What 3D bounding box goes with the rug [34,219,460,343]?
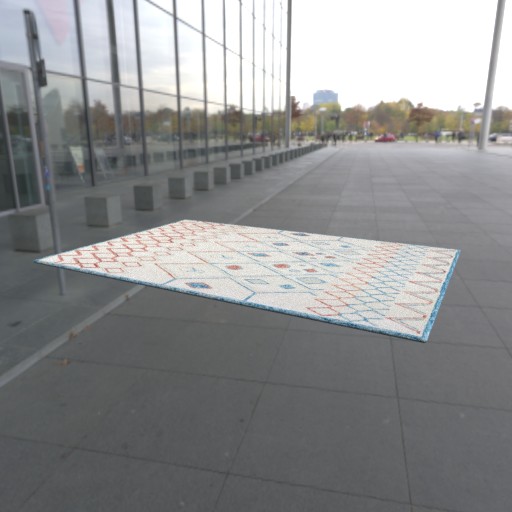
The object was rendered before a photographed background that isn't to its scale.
[{"bbox_3d":[0.000,0.000,2.274,1.829,0.016,1.219,8,17,27],"label":"rug"}]
